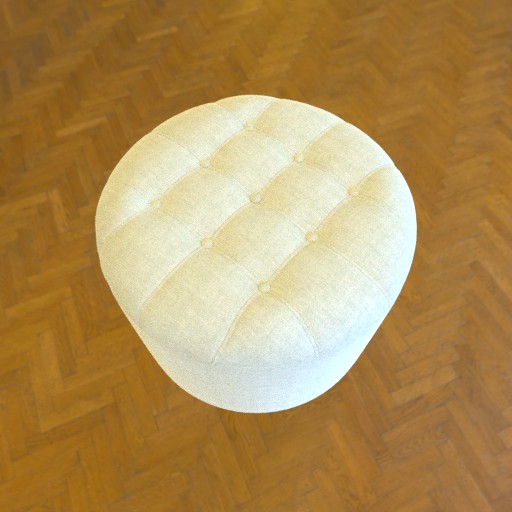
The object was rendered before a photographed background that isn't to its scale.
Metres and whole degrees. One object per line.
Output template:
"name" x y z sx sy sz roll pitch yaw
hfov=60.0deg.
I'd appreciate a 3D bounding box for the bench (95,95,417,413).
"bench" 0.000 0.000 0.987 0.600 0.453 0.600 0 60 0
